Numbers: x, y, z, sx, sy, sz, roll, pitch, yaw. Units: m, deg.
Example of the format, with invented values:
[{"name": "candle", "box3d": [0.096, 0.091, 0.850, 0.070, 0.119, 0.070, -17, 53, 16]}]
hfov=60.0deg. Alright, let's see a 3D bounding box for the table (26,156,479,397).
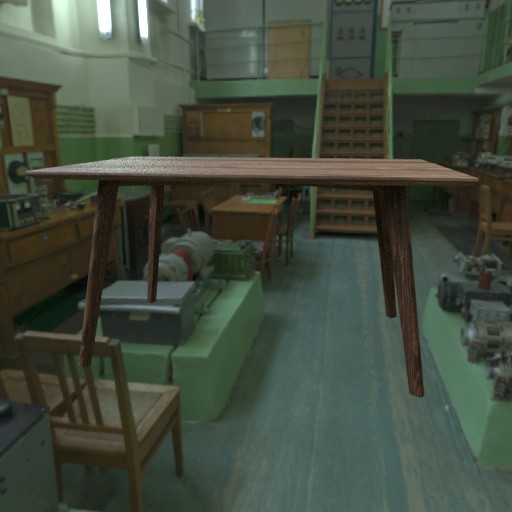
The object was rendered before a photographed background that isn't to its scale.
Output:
[{"name": "table", "box3d": [0.000, 0.000, 1.781, 1.349, 0.724, 0.801, 3, 16, 9]}]
